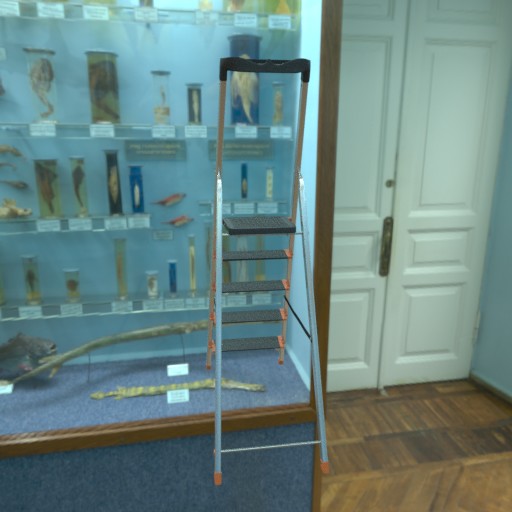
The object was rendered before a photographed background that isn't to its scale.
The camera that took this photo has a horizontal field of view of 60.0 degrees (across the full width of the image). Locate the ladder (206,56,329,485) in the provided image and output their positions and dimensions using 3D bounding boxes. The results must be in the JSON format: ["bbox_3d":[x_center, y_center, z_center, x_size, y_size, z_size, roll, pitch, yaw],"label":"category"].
[{"bbox_3d":[0.000,0.000,2.097,0.480,1.646,0.995,-2,14,-8],"label":"ladder"}]
